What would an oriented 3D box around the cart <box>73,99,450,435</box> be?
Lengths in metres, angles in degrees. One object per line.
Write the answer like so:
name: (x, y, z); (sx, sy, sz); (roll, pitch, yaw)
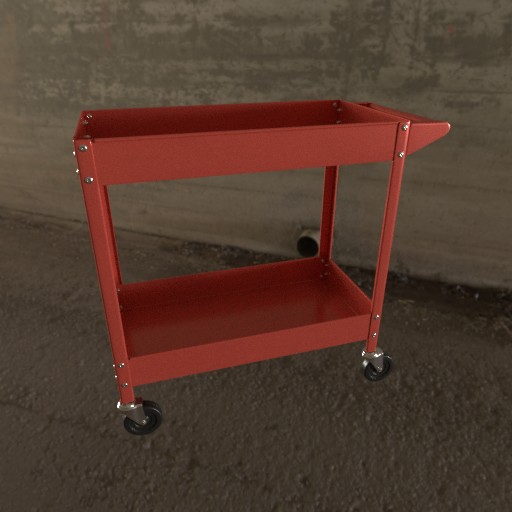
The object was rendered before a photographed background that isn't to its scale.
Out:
cart: (0.000, 0.000, 1.161); (0.779, 0.719, 0.366); (-8, 28, -15)
